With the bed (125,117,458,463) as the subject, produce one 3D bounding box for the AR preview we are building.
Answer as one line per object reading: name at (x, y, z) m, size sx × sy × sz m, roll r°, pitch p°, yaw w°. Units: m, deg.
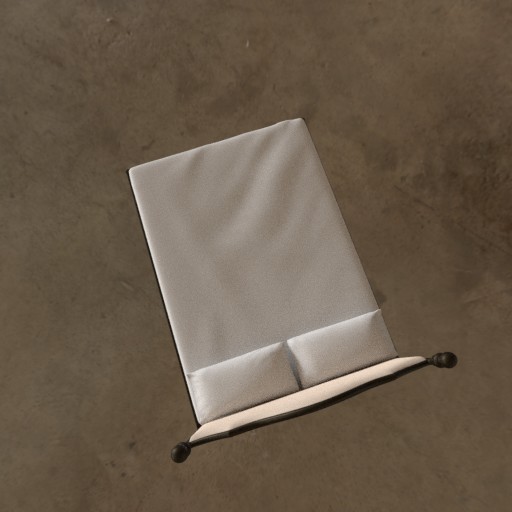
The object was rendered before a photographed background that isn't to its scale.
bed at (0.000, 0.000, 3.324) m, size 1.642 × 1.499 × 2.224 m, roll -18°, pitch 76°, yaw -4°
